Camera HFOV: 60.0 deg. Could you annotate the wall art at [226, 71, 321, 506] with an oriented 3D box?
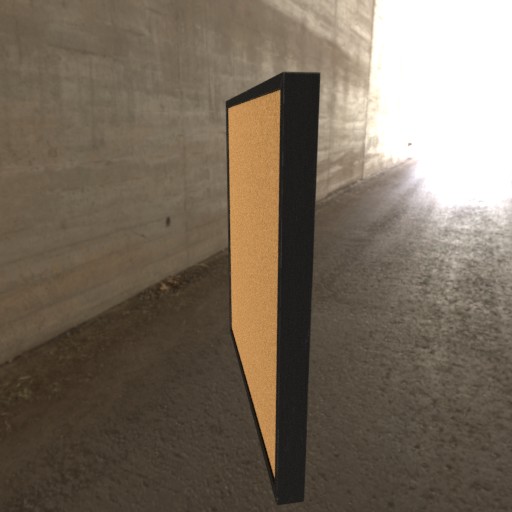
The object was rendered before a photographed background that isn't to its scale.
[{"bbox_3d":[0.000,0.000,0.727,0.036,0.506,0.506,-3,16,-10],"label":"wall art"}]
